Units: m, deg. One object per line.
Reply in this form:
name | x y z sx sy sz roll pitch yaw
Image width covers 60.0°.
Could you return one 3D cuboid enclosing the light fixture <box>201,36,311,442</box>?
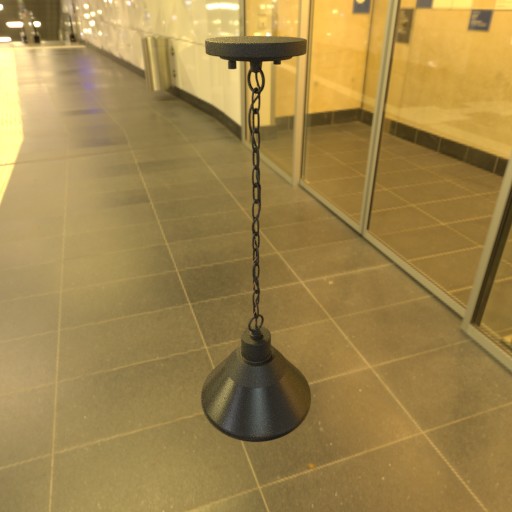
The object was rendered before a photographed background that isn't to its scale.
light fixture | 0.000 0.000 0.668 0.201 0.588 0.201 -22 36 -33
